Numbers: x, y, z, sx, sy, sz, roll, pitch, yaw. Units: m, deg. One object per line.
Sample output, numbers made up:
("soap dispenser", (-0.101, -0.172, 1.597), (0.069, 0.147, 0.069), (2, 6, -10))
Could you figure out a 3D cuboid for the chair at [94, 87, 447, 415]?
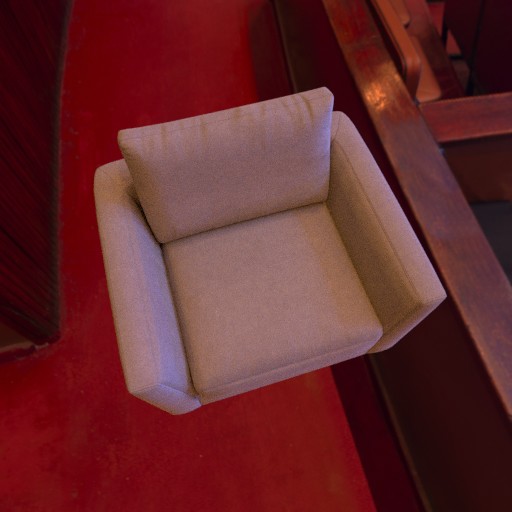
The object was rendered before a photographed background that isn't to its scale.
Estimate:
("chair", (0.000, 0.000, 1.694), (1.041, 0.864, 0.889), (-15, 64, -8))
